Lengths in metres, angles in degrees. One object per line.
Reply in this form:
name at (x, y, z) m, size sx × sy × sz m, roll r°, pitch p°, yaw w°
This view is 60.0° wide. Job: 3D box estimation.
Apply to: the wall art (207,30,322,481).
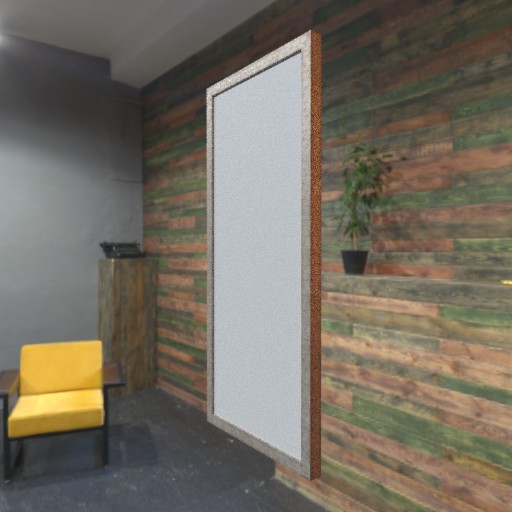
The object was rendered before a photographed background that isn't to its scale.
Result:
wall art at (0.000, 0.000, 1.707) m, size 0.051 × 1.461 × 0.648 m, roll 0°, pitch 1°, yaw -37°
